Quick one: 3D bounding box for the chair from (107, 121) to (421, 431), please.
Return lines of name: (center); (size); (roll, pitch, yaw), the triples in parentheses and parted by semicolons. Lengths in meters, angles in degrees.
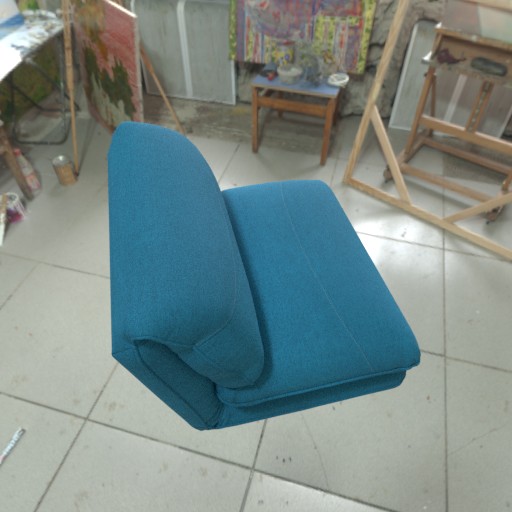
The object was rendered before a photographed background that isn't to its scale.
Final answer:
chair: (0.000, 0.000, 1.336); (0.780, 0.580, 0.820); (-10, 48, -9)
